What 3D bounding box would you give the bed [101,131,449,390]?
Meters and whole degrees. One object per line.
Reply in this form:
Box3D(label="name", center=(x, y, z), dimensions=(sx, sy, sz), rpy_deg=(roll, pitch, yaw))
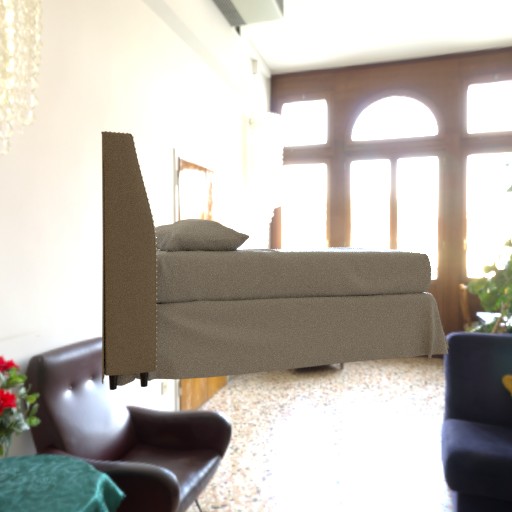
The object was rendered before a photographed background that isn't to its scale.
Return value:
Box3D(label="bed", center=(0.000, 0.000, 3.461), dimensions=(2.276, 1.332, 1.925), rpy_deg=(0, 1, -19))
